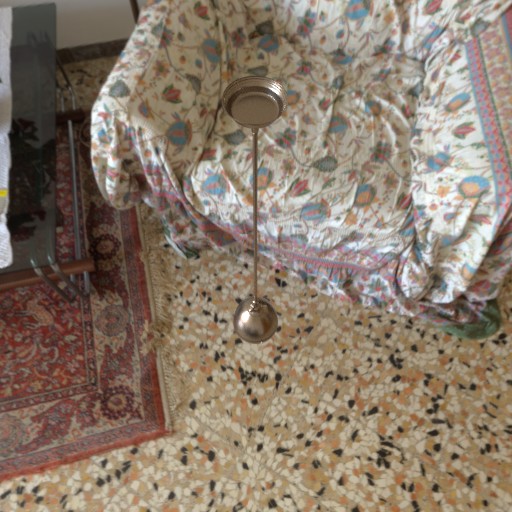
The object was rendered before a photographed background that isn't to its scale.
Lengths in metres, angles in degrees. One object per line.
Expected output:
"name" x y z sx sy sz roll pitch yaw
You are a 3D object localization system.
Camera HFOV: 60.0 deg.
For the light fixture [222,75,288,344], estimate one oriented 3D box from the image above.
"light fixture" 0.000 0.000 1.478 0.211 1.367 0.217 37 69 17
